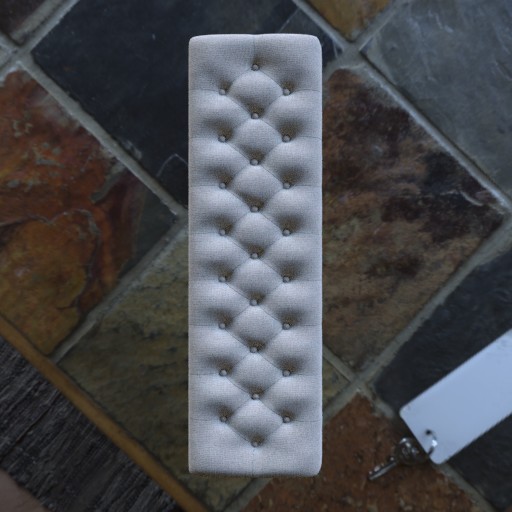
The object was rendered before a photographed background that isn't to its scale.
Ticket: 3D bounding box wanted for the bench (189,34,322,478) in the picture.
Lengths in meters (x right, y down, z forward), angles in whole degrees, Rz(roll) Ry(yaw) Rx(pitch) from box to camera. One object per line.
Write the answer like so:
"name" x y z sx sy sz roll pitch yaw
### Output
"bench" 0.000 0.000 1.678 0.455 0.467 1.480 0 90 1
